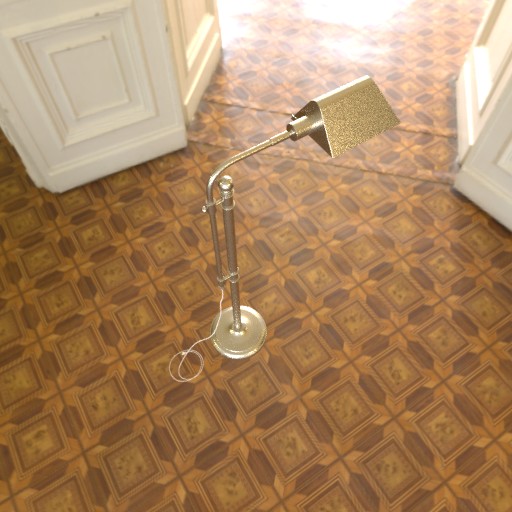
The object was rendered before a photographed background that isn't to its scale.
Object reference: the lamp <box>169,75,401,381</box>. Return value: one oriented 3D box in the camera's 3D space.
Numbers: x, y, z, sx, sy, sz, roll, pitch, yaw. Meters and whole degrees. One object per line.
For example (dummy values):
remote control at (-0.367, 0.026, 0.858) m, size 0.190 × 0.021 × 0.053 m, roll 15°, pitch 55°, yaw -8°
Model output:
lamp at (0.000, 0.000, 0.970) m, size 0.546 × 0.708 × 0.159 m, roll -29°, pitch 62°, yaw -17°
